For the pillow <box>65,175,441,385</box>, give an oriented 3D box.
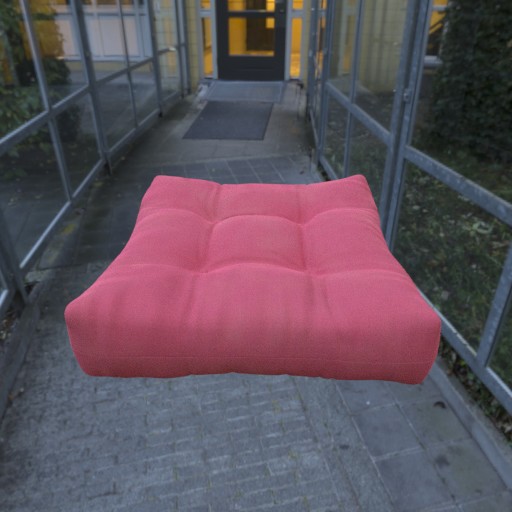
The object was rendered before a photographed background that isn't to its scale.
[{"bbox_3d":[0.000,0.000,0.742,0.468,0.128,0.490,1,30,1],"label":"pillow"}]
